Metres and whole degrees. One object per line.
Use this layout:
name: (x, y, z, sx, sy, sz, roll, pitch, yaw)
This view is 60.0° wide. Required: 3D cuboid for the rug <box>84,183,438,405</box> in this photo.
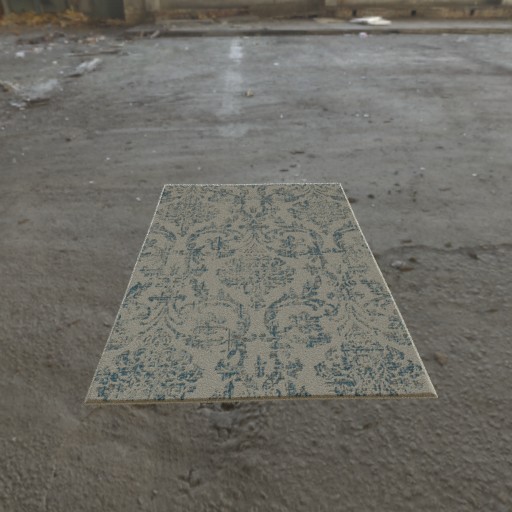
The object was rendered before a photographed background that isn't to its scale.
rug: (0.000, 0.000, 2.282, 1.213, 0.012, 1.831, -1, 33, -1)
